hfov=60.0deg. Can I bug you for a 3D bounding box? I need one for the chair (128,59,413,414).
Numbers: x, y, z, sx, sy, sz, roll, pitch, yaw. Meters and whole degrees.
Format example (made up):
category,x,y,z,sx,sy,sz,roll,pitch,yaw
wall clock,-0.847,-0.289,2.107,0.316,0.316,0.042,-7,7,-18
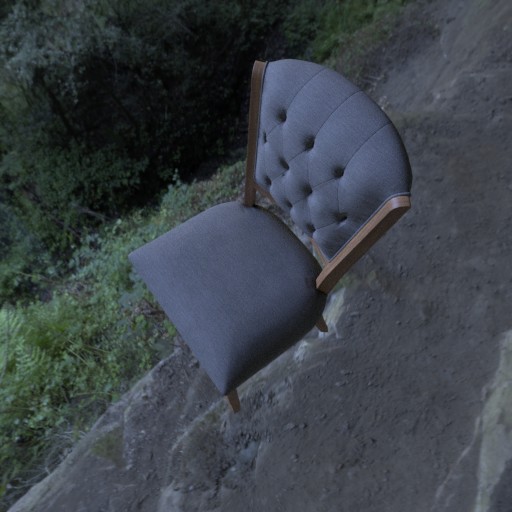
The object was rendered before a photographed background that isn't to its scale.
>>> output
category,x,y,z,sx,sy,sz,roll,pitch,yaw
chair,0.000,0.000,1.256,0.584,0.905,0.513,-34,68,-15
